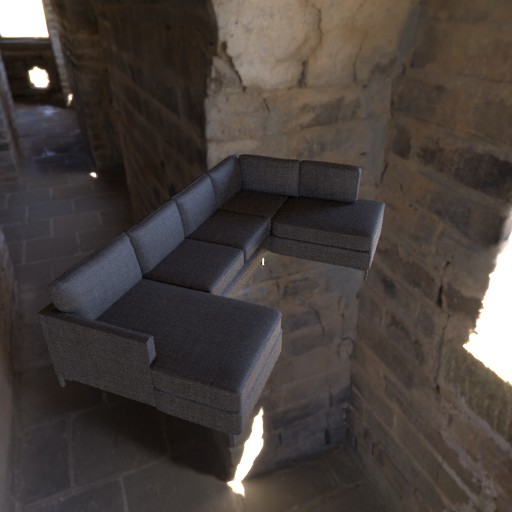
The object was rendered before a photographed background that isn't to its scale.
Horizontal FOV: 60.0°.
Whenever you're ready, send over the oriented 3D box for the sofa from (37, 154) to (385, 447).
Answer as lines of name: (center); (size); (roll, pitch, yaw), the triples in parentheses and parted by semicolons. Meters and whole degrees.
sofa: (0.000, 0.000, 4.286); (2.048, 0.999, 3.423); (11, 32, 18)
